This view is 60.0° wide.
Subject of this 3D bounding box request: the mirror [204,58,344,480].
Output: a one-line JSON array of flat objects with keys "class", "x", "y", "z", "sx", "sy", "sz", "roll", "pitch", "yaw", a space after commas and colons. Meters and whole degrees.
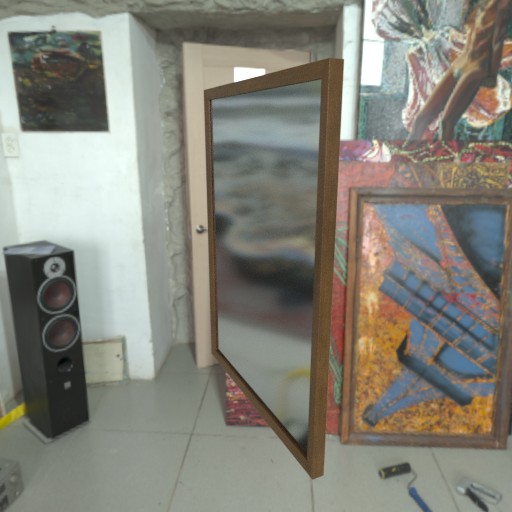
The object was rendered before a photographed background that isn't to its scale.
[{"class": "mirror", "x": 0.000, "y": 0.000, "z": 1.359, "sx": 0.040, "sy": 1.016, "sz": 0.762, "roll": -7, "pitch": 17, "yaw": -25}]
